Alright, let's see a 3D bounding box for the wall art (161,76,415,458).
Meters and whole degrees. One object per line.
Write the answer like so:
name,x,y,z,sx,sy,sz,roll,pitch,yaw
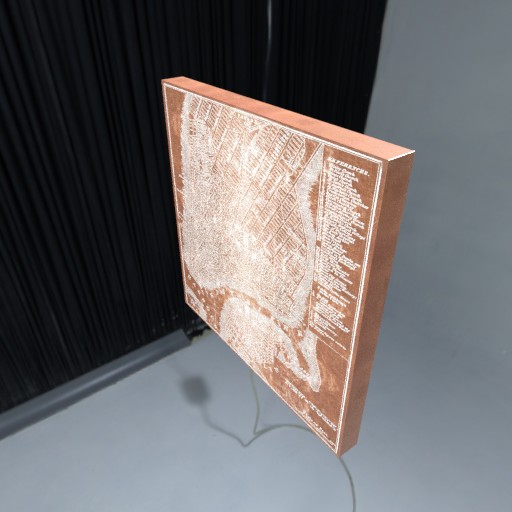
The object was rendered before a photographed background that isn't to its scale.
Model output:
wall art,0.000,0.000,0.611,0.035,0.403,0.403,-22,39,-30
